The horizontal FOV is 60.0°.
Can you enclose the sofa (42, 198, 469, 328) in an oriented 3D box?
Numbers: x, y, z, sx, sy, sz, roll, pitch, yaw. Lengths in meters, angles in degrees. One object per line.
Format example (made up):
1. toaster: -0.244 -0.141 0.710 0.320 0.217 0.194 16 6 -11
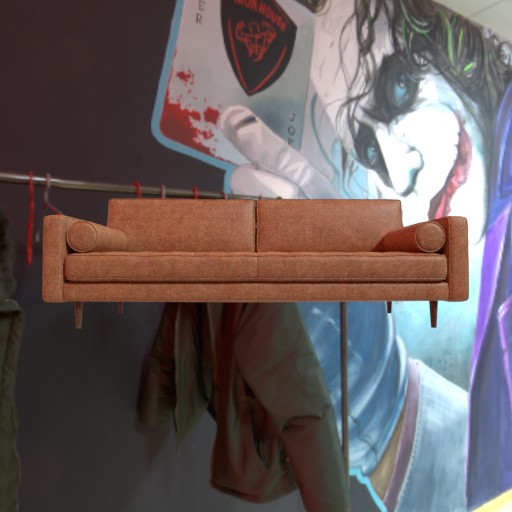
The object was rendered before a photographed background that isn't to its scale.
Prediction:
1. sofa: 0.000 0.000 2.689 2.200 0.770 0.919 0 -2 -1
